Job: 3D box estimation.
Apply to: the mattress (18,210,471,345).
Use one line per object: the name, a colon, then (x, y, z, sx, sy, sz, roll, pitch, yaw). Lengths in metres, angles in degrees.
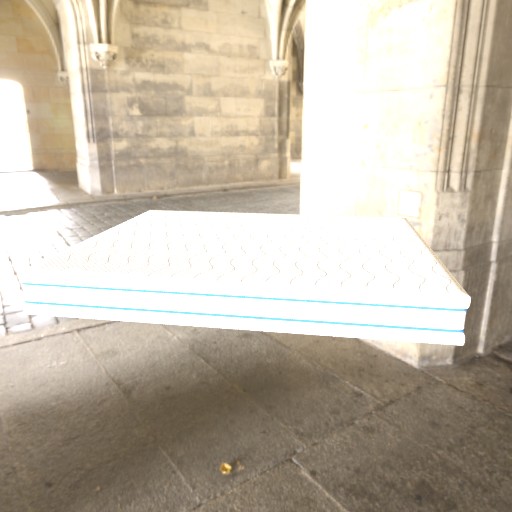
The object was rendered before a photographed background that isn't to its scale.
mattress: (0.000, 0.000, 2.701, 2.000, 0.230, 1.600, 3, 17, 9)
